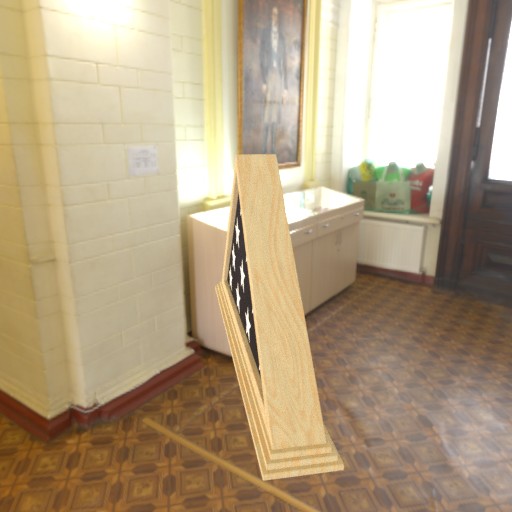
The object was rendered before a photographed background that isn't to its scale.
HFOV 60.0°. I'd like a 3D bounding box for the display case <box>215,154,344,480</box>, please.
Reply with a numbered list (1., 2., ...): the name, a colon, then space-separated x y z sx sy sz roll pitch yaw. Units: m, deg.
1. display case: 0.000 0.000 0.761 0.095 0.340 0.640 -3 16 -9
